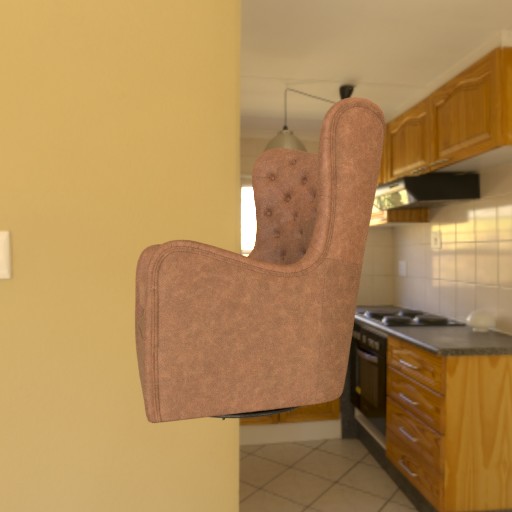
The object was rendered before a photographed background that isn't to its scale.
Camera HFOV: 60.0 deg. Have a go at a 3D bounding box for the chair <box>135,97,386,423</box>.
[{"bbox_3d":[0.000,0.000,1.805,0.930,1.079,0.831,0,0,-17],"label":"chair"}]
